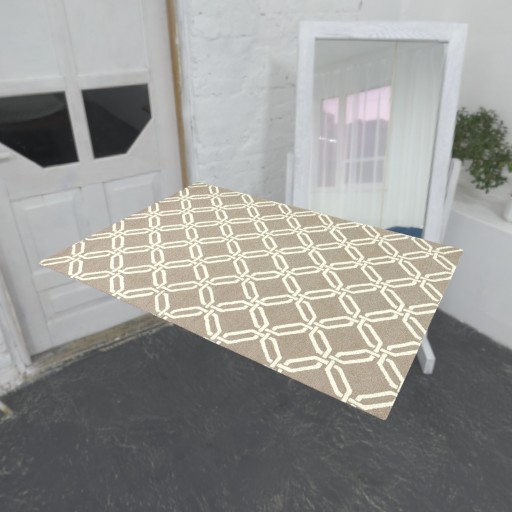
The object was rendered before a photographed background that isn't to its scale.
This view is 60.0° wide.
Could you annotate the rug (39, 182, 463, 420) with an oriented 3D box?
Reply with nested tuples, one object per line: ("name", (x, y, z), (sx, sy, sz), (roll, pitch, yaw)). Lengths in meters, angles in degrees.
("rug", (0.000, 0.000, 4.366), (3.419, 0.020, 2.441), (18, 36, 27))
